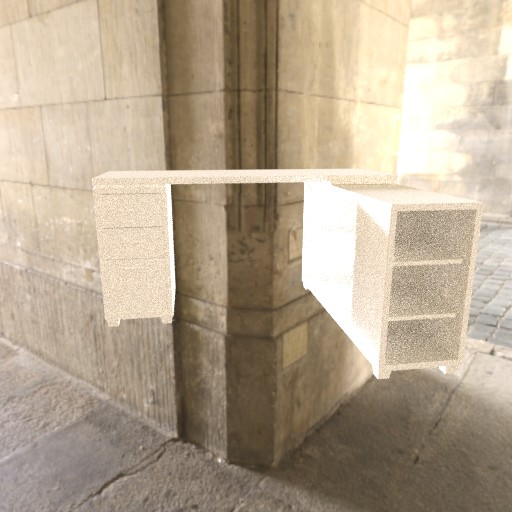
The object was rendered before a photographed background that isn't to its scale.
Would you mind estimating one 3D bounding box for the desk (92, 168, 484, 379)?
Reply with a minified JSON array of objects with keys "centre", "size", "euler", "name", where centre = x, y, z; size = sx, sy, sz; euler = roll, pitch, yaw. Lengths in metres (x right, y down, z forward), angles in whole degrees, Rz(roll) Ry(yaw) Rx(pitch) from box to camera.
[{"centre":[0.000,0.000,2.188],"size":[1.524,0.759,1.199],"euler":[-2,15,-8],"name":"desk"}]
